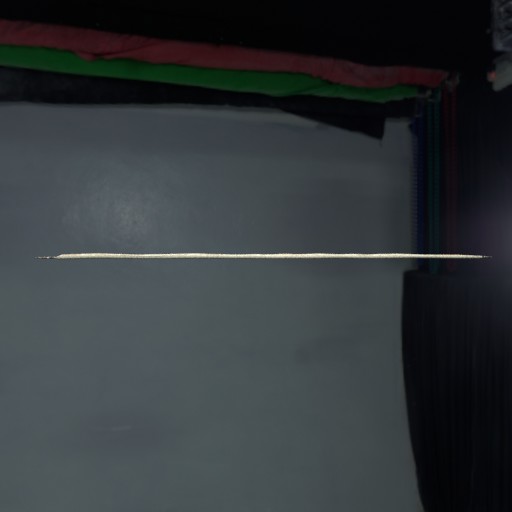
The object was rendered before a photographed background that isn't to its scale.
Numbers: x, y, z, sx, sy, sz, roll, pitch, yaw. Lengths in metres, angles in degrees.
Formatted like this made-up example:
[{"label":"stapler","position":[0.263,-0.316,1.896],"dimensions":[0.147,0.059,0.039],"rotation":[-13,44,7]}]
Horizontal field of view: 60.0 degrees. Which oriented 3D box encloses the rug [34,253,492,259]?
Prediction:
[{"label":"rug","position":[0.000,0.000,2.948],"dimensions":[2.434,0.027,1.529],"rotation":[0,0,-17]}]
